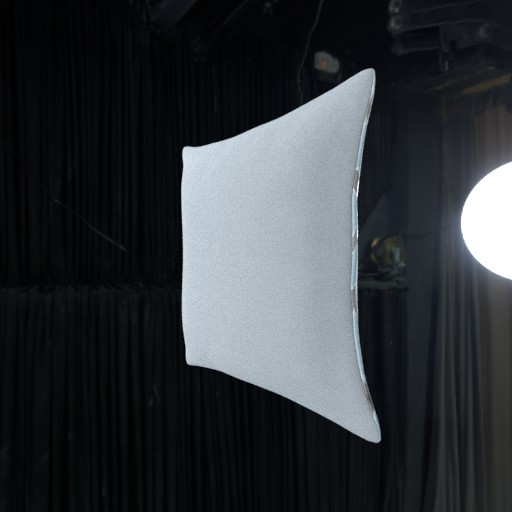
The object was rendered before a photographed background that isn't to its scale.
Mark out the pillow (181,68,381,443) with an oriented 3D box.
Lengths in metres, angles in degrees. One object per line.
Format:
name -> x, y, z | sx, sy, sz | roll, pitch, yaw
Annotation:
pillow -> 0.000, 0.000, 0.818 | 0.166, 0.508, 0.552 | 0, 0, -36
